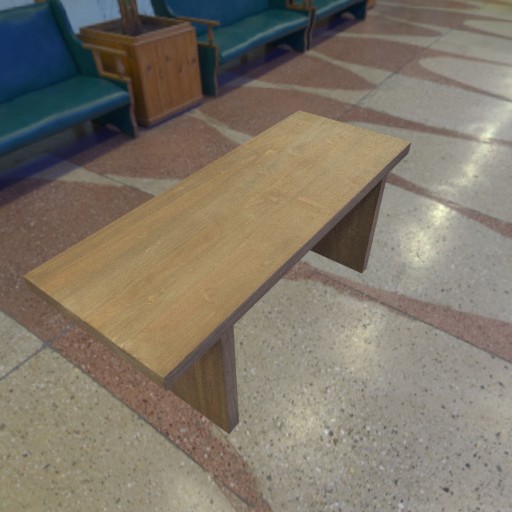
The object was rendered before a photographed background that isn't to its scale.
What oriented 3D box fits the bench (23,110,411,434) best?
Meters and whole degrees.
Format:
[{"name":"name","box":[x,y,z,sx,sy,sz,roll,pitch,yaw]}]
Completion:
[{"name":"bench","box":[0.000,0.000,1.425,0.458,0.458,1.183,26,47,27]}]
